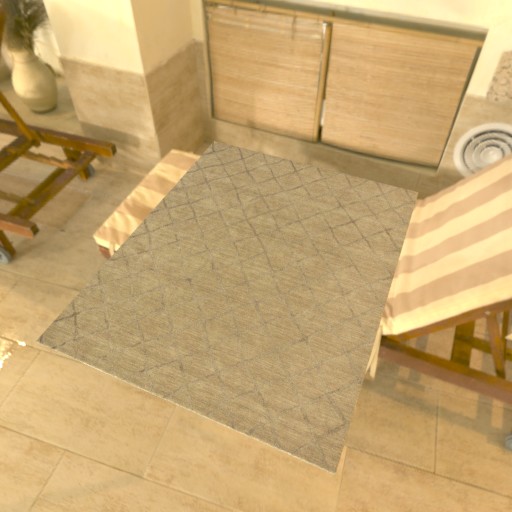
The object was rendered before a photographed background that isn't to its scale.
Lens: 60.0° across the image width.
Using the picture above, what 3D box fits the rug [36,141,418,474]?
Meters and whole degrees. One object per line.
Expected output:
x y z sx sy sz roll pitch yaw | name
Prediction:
0.000 0.000 4.069 2.420 0.019 3.038 18 50 16 | rug
